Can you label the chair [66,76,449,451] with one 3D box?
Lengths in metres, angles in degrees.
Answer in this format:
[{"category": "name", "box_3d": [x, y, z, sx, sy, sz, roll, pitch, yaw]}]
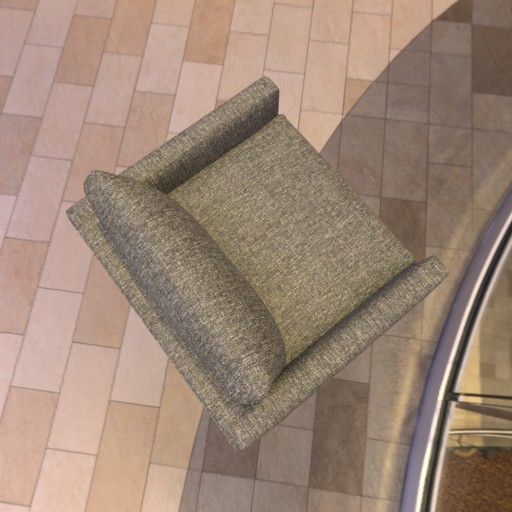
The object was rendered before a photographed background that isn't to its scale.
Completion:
[{"category": "chair", "box_3d": [0.000, 0.000, 1.595, 0.866, 0.861, 0.963, -37, 78, -10]}]
